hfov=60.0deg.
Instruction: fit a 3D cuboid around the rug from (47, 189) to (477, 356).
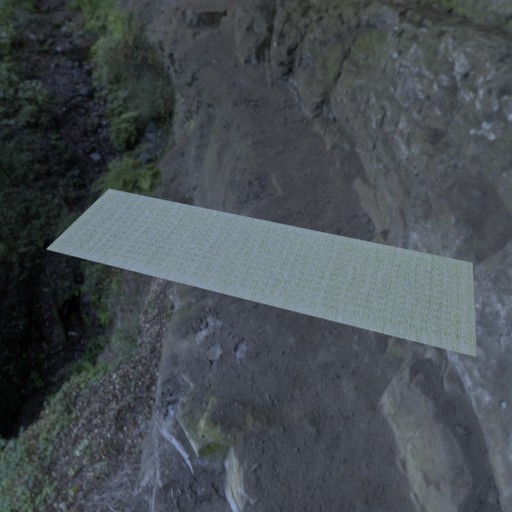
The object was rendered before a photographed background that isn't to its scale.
[{"bbox_3d":[0.000,0.000,2.633,2.437,0.006,0.686,13,44,14],"label":"rug"}]
